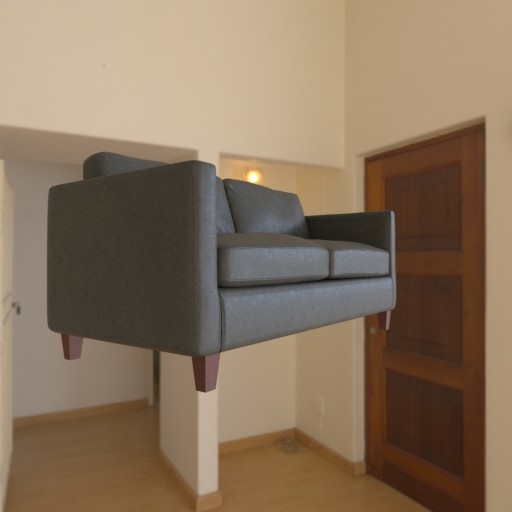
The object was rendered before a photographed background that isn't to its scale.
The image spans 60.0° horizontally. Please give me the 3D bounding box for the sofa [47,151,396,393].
[{"bbox_3d":[0.000,0.000,2.421,0.951,0.933,1.883,0,-1,36],"label":"sofa"}]
